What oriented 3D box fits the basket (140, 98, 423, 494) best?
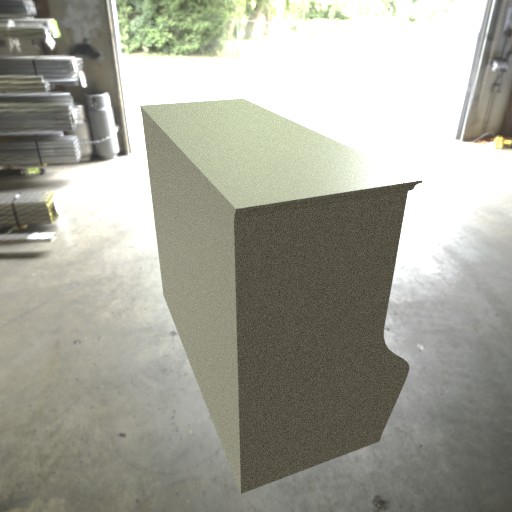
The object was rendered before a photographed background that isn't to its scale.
[{"bbox_3d":[0.000,0.000,1.118,0.376,0.625,0.792,-11,31,-19],"label":"basket"}]
